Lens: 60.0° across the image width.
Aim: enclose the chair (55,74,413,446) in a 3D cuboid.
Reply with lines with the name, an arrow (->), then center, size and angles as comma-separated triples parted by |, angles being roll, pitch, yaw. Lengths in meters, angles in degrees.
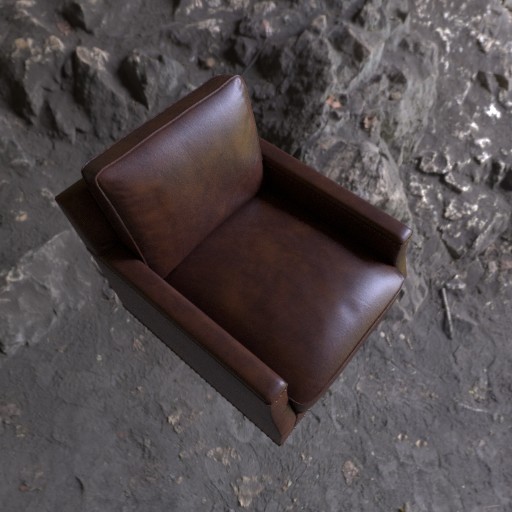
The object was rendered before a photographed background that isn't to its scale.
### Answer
chair -> 0.000, 0.000, 1.709 | 1.014, 0.929, 0.853 | 36, 64, 21
